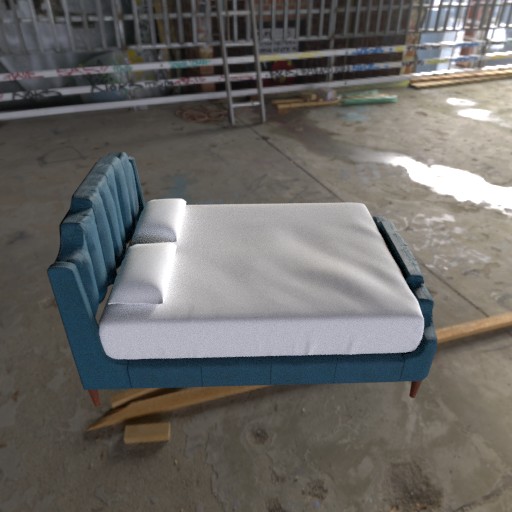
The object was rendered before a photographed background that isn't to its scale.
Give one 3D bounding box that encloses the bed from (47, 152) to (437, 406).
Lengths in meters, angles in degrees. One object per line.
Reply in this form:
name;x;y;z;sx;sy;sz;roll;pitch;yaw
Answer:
bed;0.000;0.000;3.359;2.322;1.351;1.676;-1;34;-2
